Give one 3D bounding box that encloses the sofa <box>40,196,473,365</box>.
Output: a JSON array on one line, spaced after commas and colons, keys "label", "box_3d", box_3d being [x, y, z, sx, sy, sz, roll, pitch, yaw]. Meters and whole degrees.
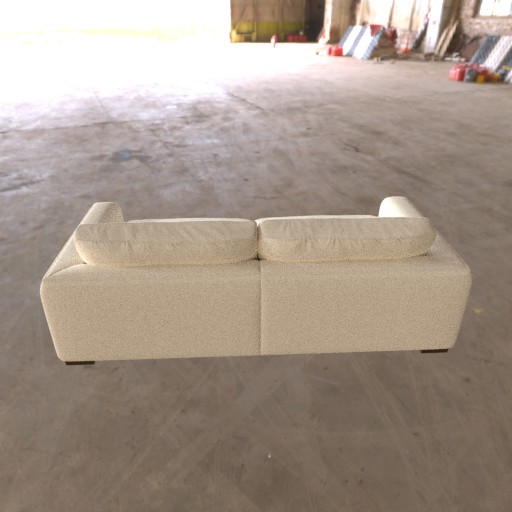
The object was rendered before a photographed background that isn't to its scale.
[{"label": "sofa", "box_3d": [0.000, 0.000, 2.788, 2.262, 0.801, 1.070, -1, 30, -2]}]
